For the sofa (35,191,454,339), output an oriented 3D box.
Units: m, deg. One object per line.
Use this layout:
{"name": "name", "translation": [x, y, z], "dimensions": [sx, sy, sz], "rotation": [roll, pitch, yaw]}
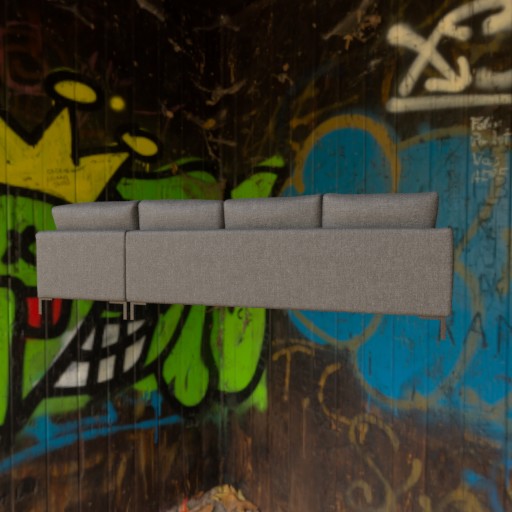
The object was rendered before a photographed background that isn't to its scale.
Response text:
{"name": "sofa", "translation": [0.000, 0.000, 3.838], "dimensions": [2.972, 0.858, 1.984], "rotation": [1, 2, 18]}
